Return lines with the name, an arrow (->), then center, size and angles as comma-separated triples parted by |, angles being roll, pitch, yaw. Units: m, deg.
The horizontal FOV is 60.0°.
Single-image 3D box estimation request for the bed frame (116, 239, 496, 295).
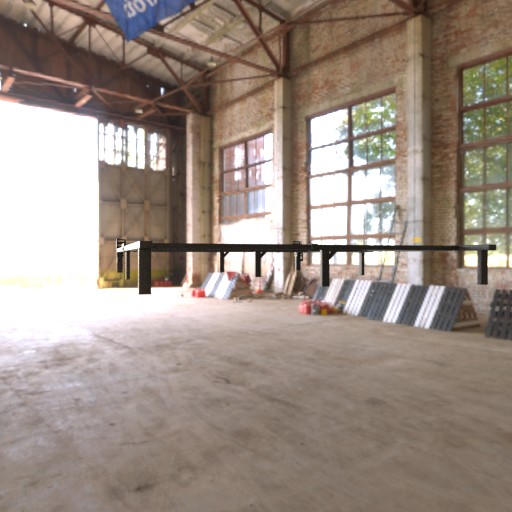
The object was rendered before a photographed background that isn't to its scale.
bed frame -> 0.000, 0.000, 2.591 | 1.498, 0.248, 1.990 | 0, 0, -19
